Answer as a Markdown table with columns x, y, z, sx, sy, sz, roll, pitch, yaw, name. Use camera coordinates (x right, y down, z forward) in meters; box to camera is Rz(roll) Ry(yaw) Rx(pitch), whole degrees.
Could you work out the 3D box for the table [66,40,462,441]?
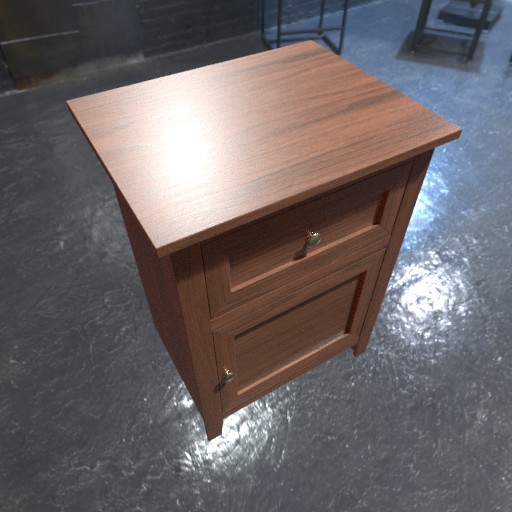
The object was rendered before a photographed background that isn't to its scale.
| x | y | z | sx | sy | sz | roll | pitch | yaw | name |
| --- | --- | --- | --- | --- | --- | --- | --- | --- | --- |
| 0.000 | 0.000 | 0.911 | 0.480 | 0.636 | 0.381 | -23 | 51 | -20 | table |
